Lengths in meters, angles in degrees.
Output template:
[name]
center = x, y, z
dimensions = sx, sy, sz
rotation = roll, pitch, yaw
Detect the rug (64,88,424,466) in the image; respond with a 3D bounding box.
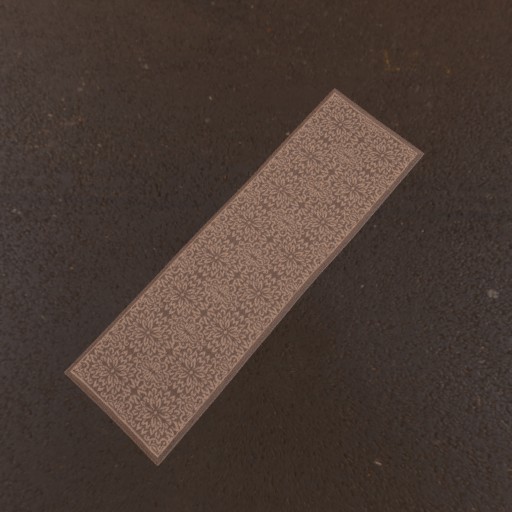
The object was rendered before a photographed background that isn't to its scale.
[rug]
center = 0.000, 0.000, 2.397
dimensions = 0.662, 0.011, 2.196
rotation = 40, 79, 10
